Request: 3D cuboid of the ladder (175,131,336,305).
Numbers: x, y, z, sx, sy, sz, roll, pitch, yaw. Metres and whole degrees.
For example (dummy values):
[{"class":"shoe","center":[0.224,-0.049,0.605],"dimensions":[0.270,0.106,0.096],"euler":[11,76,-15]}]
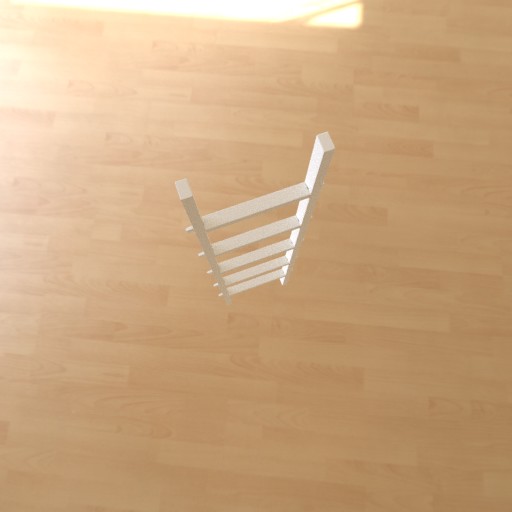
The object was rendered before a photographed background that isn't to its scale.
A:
[{"class":"ladder","center":[0.000,0.000,1.958],"dimensions":[0.452,1.797,0.051],"euler":[-19,76,-5]}]
